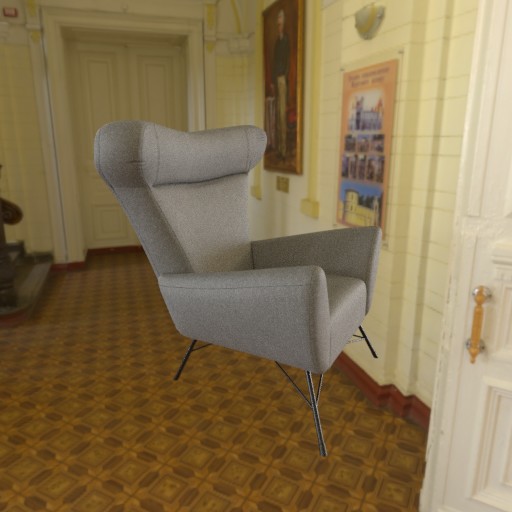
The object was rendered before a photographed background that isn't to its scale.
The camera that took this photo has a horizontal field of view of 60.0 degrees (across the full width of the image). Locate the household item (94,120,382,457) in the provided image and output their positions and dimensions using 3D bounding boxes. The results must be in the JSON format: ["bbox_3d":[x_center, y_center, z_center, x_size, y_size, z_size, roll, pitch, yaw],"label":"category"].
[{"bbox_3d":[0.000,0.000,1.811,0.900,1.050,0.980,8,17,26],"label":"household item"}]
